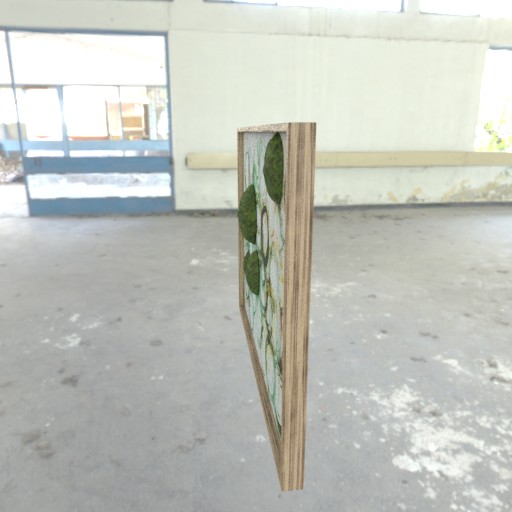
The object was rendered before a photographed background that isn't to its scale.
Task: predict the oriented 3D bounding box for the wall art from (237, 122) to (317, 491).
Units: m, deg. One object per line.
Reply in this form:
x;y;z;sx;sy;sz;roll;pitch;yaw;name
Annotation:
0.000;0.000;1.085;0.063;0.609;0.841;-2;16;-7;wall art
